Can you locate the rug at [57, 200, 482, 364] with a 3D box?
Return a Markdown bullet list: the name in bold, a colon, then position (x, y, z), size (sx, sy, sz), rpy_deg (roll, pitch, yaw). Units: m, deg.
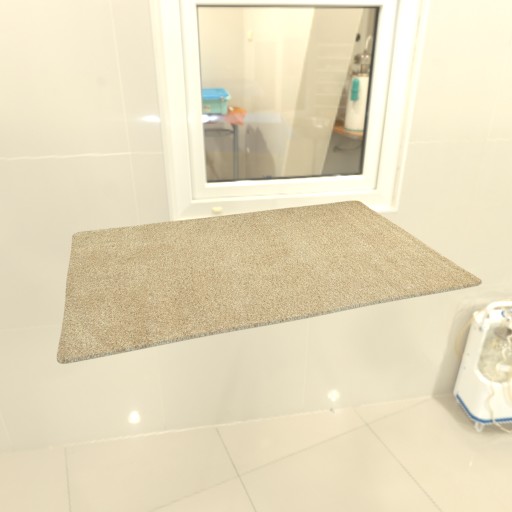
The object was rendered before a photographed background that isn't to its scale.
- **rug**: position (0.000, 0.000, 2.936), size (2.349, 0.025, 1.500), rpy_deg (-8, 28, -16)
